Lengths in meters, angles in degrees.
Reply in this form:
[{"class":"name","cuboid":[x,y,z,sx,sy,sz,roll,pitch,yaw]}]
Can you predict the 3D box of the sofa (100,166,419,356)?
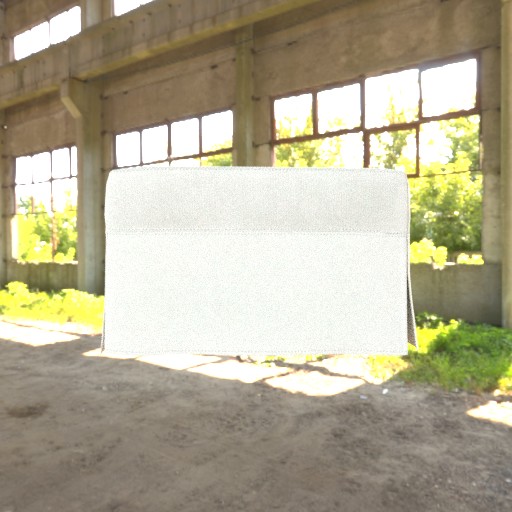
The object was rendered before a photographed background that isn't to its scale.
[{"class":"sofa","cuboid":[0.000,0.000,2.069,0.939,0.552,1.677,0,0,-1]}]
